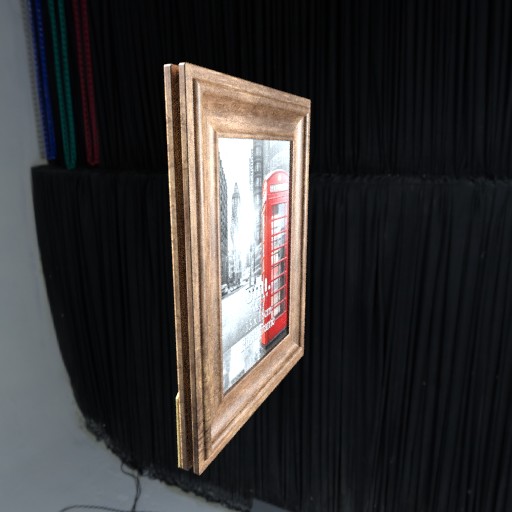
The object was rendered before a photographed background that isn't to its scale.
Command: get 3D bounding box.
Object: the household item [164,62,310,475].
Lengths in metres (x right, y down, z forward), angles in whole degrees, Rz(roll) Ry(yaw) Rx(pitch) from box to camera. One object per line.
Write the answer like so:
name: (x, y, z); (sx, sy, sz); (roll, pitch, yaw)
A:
household item: (0.000, 0.000, 0.329); (0.018, 0.237, 0.186); (6, 15, 25)
